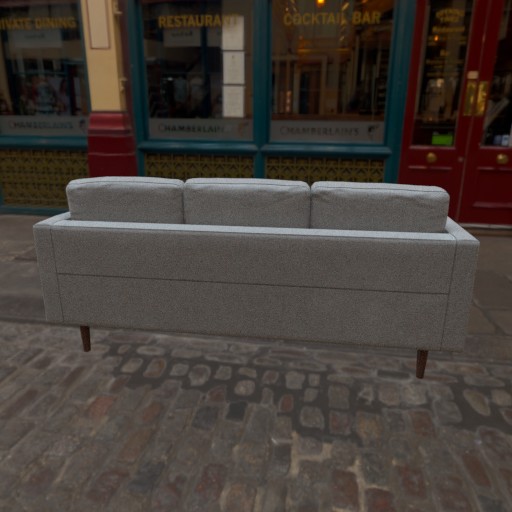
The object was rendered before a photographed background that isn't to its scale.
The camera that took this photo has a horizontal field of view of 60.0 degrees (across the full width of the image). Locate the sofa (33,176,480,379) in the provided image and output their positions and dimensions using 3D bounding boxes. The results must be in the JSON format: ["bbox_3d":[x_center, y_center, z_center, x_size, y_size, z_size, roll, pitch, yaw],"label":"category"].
[{"bbox_3d":[0.000,0.000,2.452,1.983,0.918,0.944,3,17,8],"label":"sofa"}]
